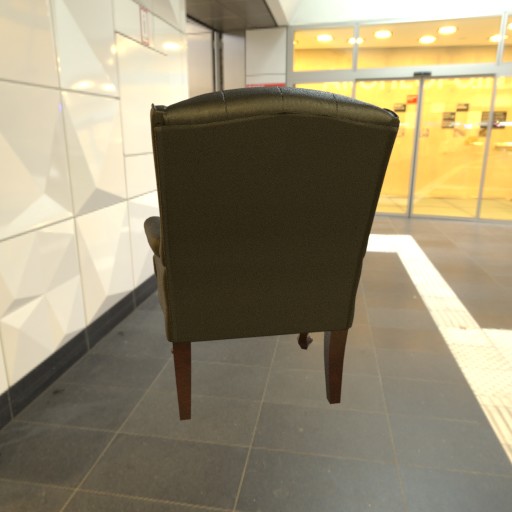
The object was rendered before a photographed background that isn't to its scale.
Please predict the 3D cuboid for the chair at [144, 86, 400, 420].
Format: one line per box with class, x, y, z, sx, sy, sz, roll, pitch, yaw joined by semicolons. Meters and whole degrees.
chair;0.000;0.000;1.663;0.831;1.133;0.822;-3;16;-10
